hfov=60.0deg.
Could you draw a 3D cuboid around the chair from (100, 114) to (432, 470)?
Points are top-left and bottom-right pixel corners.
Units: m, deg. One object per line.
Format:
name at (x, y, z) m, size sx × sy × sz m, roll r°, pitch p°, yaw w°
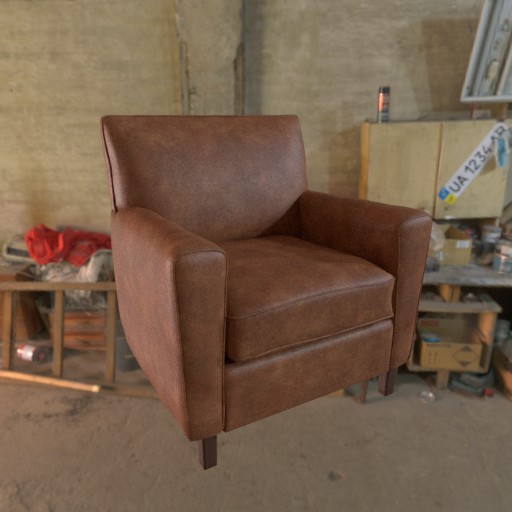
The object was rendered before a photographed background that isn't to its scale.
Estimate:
chair at (0.000, 0.000, 1.555) m, size 0.870 × 0.943 × 0.823 m, roll -10°, pitch 20°, yaw -28°
